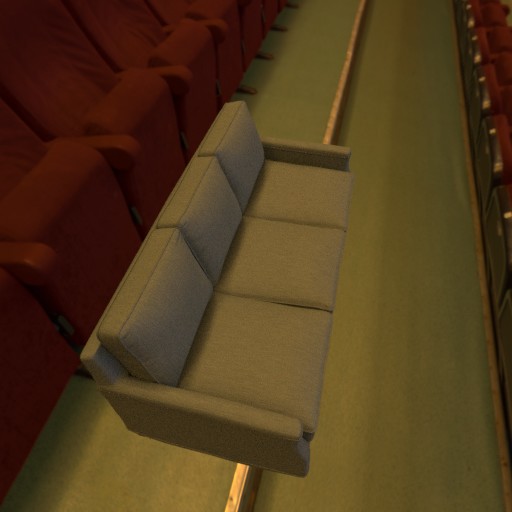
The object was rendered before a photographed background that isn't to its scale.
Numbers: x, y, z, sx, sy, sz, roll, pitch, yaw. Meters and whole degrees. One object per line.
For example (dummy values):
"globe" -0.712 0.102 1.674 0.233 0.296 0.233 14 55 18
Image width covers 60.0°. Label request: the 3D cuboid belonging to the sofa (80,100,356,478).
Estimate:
"sofa" 0.000 0.000 2.799 1.084 1.003 2.246 10 49 9
